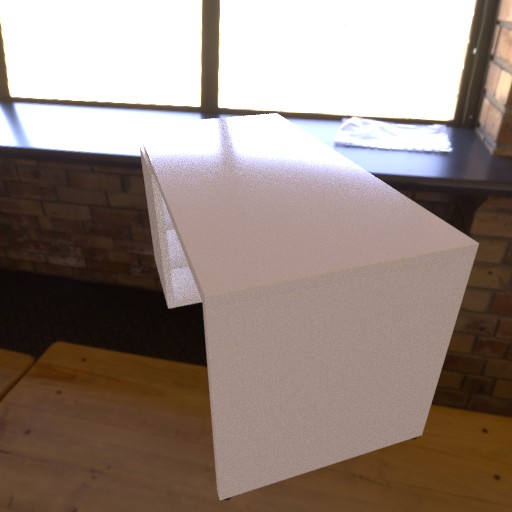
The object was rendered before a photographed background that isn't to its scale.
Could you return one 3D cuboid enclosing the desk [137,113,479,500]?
[{"bbox_3d":[0.000,0.000,1.756,0.690,0.740,1.400,-10,32,-16],"label":"desk"}]
